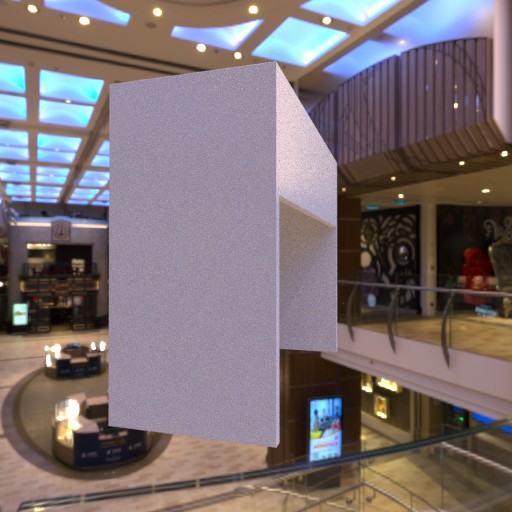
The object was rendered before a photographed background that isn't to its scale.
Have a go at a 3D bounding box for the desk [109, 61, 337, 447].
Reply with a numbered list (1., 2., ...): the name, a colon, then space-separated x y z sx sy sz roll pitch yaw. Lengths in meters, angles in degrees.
1. desk: 0.000 0.000 1.443 0.400 0.790 1.000 0 0 17
